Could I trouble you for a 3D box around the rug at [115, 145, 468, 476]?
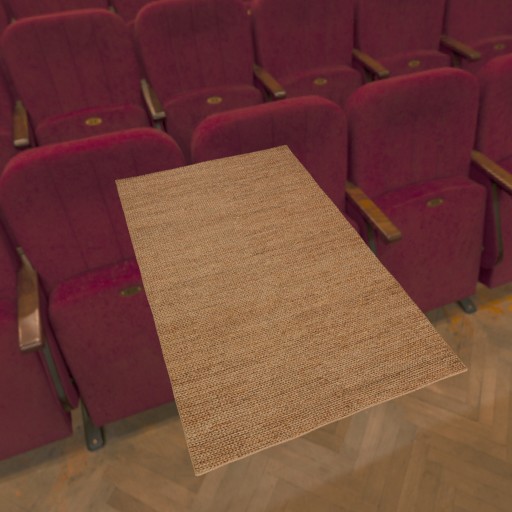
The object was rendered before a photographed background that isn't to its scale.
[{"bbox_3d":[0.000,0.000,3.000,1.521,0.034,2.438,-15,47,-15],"label":"rug"}]
